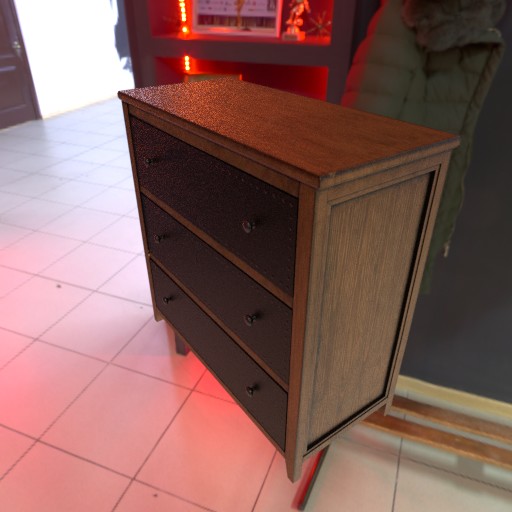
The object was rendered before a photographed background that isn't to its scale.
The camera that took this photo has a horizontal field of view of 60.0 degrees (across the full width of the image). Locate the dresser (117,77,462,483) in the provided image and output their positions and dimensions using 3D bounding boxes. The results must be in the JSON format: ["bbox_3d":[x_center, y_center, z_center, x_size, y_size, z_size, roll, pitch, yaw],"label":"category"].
[{"bbox_3d":[0.000,0.000,1.901,0.591,1.224,1.250,-21,37,-30],"label":"dresser"}]
